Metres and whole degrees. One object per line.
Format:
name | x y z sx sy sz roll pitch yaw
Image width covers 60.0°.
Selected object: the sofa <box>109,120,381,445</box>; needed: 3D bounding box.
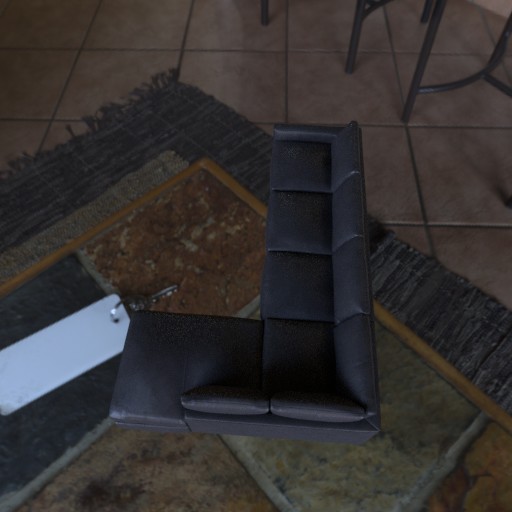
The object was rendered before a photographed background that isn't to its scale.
sofa | 0.000 0.000 3.973 1.938 0.877 2.984 4 59 2
